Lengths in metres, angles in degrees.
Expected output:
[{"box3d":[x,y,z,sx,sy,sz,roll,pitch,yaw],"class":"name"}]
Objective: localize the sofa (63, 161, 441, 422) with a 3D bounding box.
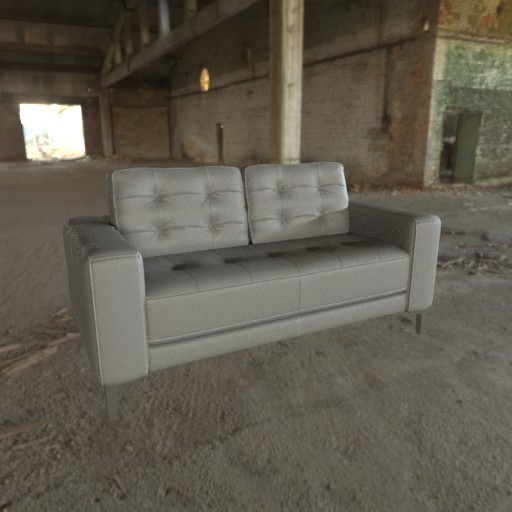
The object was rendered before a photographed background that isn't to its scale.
[{"box3d":[0.000,0.000,2.237,1.726,0.893,0.833,-8,17,-27],"class":"sofa"}]
